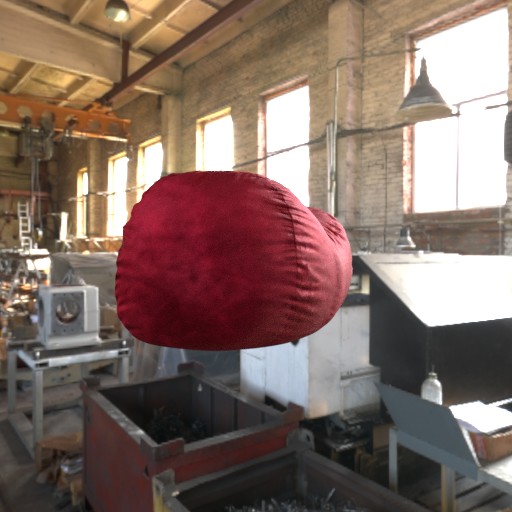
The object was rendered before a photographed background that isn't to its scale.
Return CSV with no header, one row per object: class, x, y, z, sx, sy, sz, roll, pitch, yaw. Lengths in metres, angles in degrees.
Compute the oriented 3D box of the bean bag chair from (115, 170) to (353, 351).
bean bag chair,0.000,0.000,2.915,1.216,0.867,2.293,0,0,17
